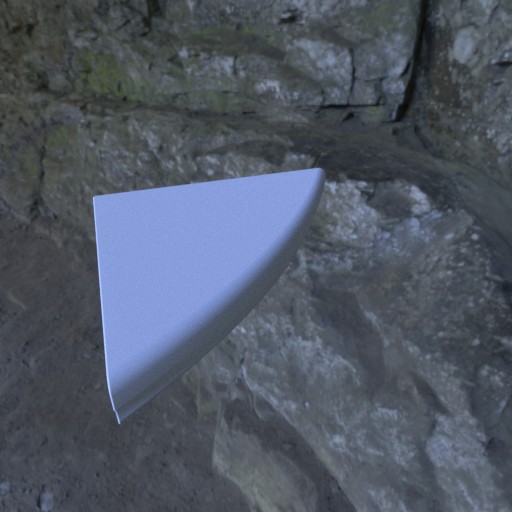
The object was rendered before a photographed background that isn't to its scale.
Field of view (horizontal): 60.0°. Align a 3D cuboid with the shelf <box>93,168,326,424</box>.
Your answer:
[{"bbox_3d":[0.000,0.000,0.467,0.310,0.050,0.310,-10,34,-16],"label":"shelf"}]
